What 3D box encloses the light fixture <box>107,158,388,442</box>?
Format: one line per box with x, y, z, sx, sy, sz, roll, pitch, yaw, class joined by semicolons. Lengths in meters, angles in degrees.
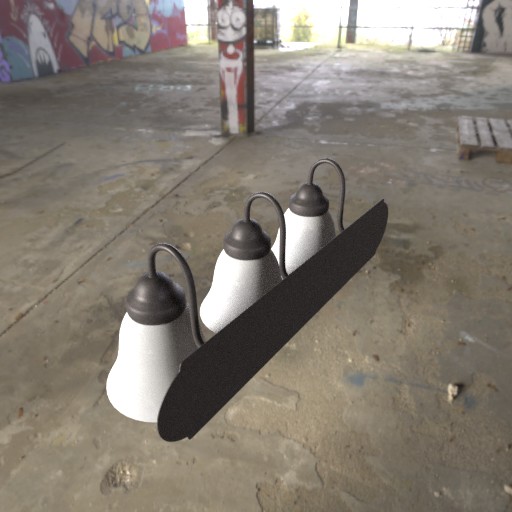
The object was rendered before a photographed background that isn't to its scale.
0.000;0.000;0.701;0.199;0.222;0.610;20;36;31;light fixture
